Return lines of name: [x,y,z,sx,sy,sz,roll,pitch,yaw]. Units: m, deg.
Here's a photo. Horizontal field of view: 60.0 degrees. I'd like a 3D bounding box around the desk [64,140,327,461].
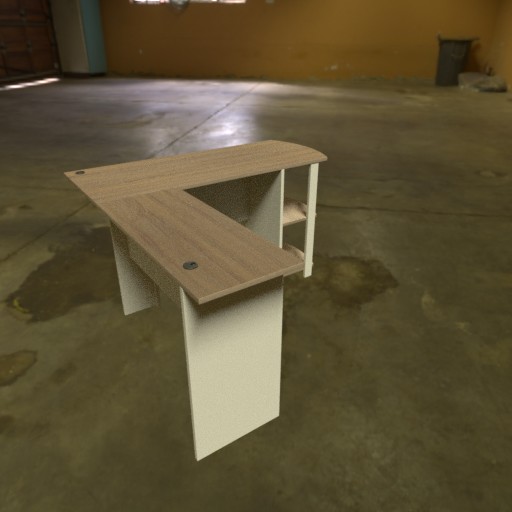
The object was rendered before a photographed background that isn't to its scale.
desk: [0.000,0.000,2.122,1.303,0.716,1.361,-18,32,-31]
